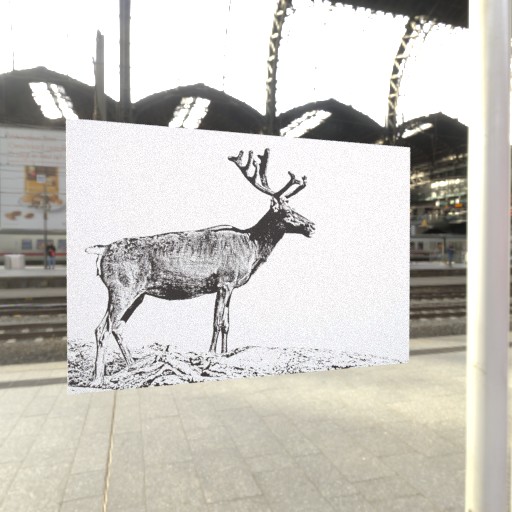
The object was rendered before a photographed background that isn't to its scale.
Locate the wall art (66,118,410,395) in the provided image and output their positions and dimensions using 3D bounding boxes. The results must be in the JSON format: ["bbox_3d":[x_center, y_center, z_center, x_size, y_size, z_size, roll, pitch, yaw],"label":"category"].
[{"bbox_3d":[0.000,0.000,0.777,0.608,0.414,0.042,0,1,-18],"label":"wall art"}]
